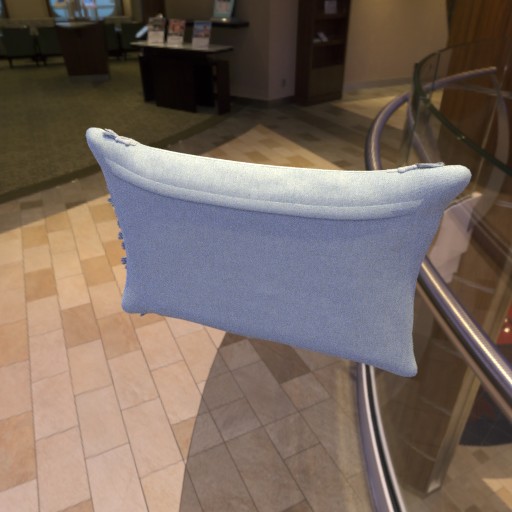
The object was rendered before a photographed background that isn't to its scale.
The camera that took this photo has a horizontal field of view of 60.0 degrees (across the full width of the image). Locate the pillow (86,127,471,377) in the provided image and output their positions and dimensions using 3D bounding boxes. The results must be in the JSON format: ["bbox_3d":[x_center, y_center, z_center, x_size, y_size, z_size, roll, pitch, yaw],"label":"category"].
[{"bbox_3d":[0.000,0.000,0.591,0.466,0.305,0.084,10,33,15],"label":"pillow"}]
